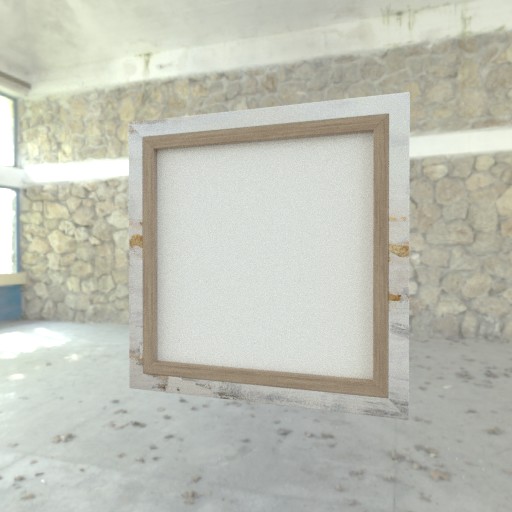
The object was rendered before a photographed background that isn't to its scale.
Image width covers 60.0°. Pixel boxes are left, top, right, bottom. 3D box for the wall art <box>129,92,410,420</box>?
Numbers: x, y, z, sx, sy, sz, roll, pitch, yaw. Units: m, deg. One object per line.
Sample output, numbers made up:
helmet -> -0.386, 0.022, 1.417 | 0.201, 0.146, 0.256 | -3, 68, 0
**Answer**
wall art -> 0.000, 0.000, 1.555 | 1.015, 1.018, 0.040 | 0, 1, 19
